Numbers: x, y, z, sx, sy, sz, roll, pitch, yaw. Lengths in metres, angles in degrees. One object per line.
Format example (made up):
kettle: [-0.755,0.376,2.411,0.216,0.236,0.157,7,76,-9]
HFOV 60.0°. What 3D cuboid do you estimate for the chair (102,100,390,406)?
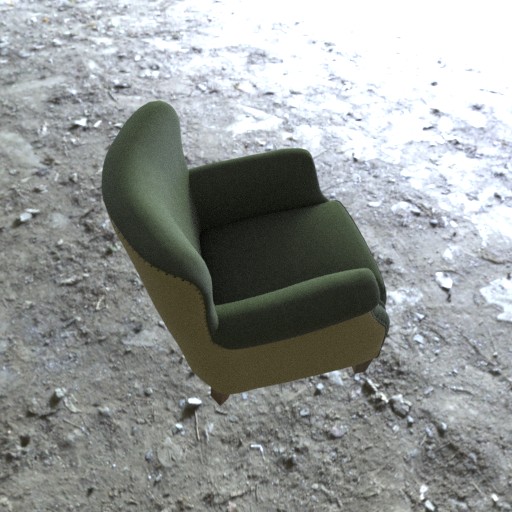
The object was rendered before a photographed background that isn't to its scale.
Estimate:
chair: [0.000,0.000,1.676,0.921,0.936,0.861,-9,49,-8]
